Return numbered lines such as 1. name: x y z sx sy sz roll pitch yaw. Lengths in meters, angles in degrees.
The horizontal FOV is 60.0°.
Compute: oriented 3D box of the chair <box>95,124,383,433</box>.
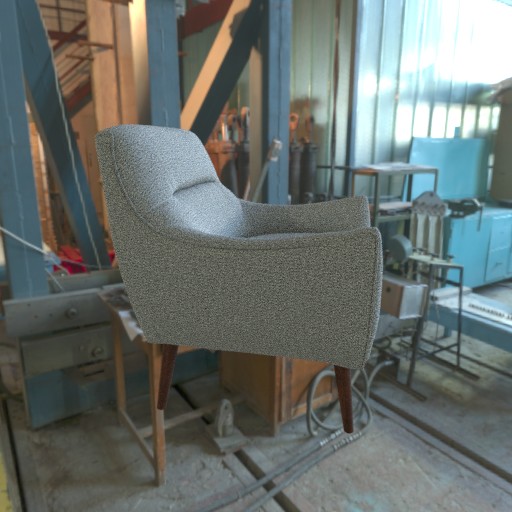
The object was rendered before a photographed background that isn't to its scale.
1. chair: 0.000 0.000 1.483 0.787 0.838 0.762 3 14 11
